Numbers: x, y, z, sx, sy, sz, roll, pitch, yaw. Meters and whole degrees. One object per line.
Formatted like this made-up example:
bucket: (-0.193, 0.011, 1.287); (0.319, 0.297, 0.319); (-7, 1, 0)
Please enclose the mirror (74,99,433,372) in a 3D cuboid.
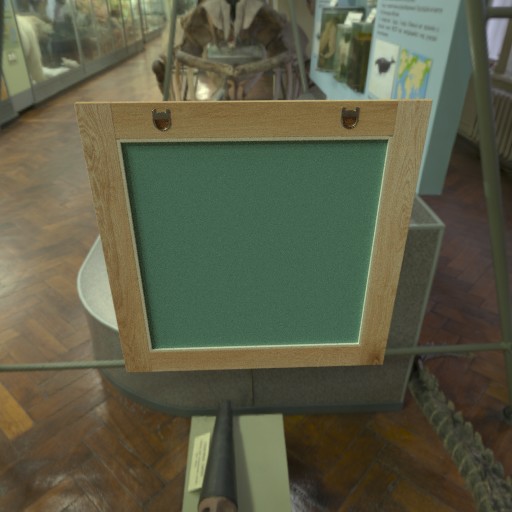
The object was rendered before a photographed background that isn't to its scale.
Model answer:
mirror: (0.000, 0.000, 1.192); (0.800, 0.800, 0.020); (-1, 30, -2)
